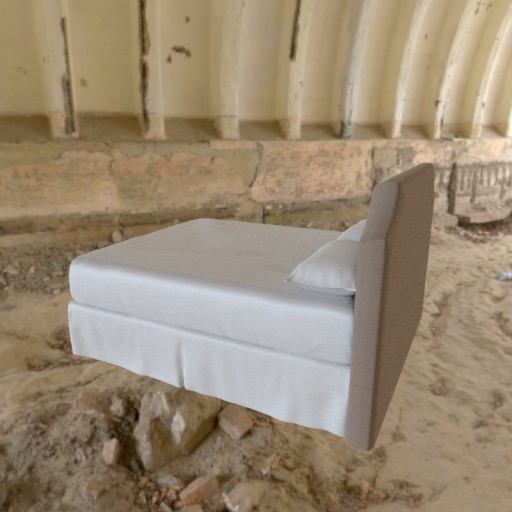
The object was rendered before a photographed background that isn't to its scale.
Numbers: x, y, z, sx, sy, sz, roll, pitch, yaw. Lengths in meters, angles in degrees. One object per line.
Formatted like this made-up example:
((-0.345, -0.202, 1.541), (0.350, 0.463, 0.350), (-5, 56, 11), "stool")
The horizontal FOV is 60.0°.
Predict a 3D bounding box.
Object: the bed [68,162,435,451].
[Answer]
((0.000, 0.000, 3.196), (2.164, 1.303, 1.828), (8, 18, 26), "bed")
